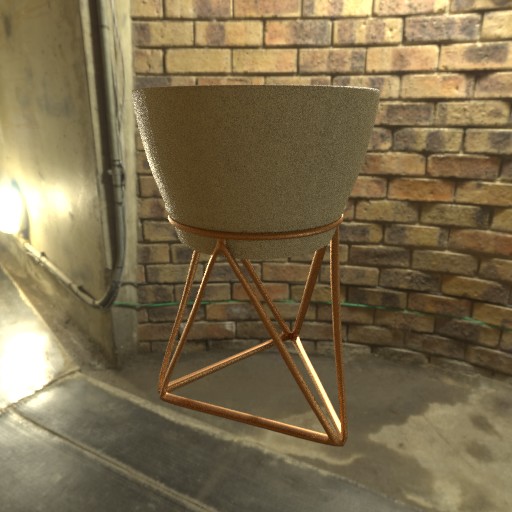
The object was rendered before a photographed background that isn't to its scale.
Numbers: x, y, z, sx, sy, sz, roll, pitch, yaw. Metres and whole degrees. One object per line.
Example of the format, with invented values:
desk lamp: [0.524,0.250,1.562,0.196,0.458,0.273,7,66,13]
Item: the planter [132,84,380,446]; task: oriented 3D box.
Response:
planter: [0.000,0.000,0.723,0.350,0.504,0.350,-3,18,-9]
